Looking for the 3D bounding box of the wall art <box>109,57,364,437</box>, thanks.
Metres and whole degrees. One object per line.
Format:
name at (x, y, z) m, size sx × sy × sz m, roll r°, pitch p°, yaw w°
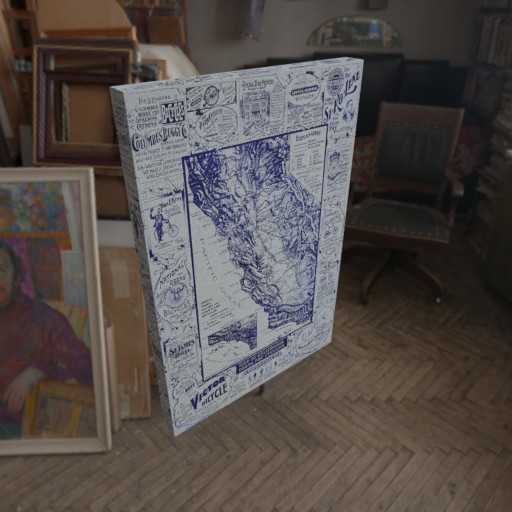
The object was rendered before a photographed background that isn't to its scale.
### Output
wall art at (0.000, 0.000, 0.482) m, size 0.255 × 0.376 × 0.025 m, roll -22°, pitch 38°, yaw -32°
